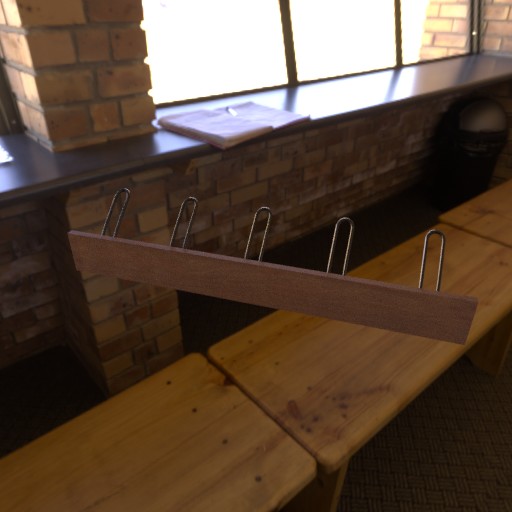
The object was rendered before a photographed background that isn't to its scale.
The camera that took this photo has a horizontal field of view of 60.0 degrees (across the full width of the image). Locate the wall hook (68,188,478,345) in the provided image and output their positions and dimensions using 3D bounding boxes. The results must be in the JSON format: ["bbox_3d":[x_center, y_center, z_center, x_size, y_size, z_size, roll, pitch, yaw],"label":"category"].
[{"bbox_3d":[0.000,0.000,0.612,0.554,0.116,0.076,9,32,15],"label":"wall hook"}]
